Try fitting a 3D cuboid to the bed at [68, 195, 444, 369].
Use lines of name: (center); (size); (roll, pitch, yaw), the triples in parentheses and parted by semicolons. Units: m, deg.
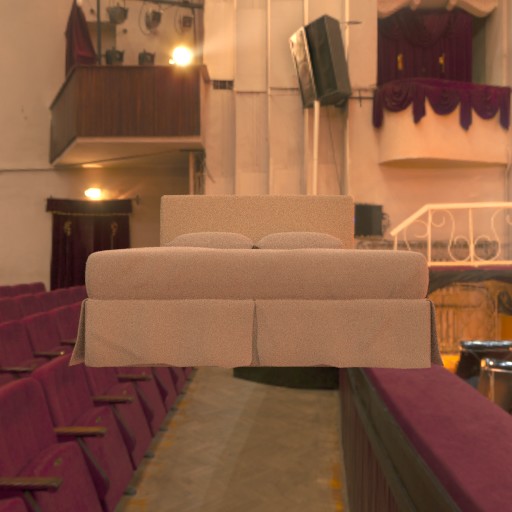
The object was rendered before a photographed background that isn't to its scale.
bed: (0.000, 0.000, 3.619); (2.119, 1.317, 2.341); (0, 0, 0)
